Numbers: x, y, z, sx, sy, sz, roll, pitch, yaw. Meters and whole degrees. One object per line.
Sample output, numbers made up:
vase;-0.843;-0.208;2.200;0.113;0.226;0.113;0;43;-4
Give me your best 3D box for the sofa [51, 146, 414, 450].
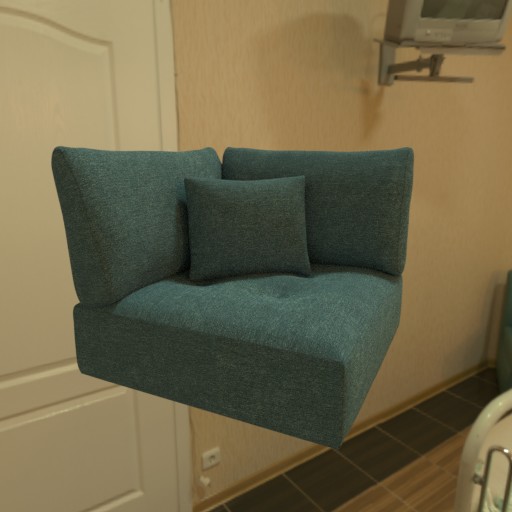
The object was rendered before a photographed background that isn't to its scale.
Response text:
sofa;0.000;0.000;1.695;1.000;0.820;1.000;7;15;25
